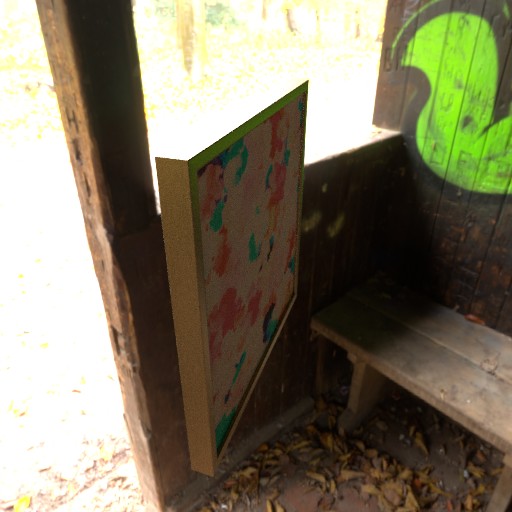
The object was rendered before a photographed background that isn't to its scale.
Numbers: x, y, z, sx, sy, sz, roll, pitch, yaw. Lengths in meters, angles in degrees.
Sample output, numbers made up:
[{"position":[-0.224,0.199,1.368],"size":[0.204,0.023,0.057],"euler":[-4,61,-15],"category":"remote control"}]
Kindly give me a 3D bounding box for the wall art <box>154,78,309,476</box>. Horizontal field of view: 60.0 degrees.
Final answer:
[{"position":[0.000,0.000,0.774],"size":[0.037,0.509,0.510],"euler":[10,32,17],"category":"wall art"}]
